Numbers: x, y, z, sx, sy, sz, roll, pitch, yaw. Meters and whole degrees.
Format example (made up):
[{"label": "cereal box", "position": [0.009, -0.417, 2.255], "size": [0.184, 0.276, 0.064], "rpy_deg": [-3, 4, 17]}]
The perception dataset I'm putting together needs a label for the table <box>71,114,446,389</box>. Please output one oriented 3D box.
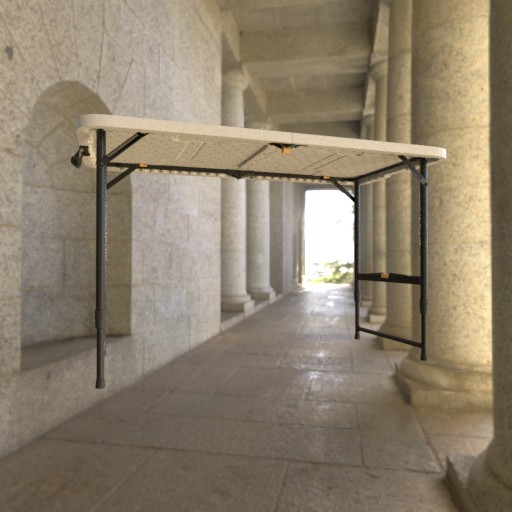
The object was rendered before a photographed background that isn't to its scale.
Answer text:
[{"label": "table", "position": [0.000, 0.000, 1.607], "size": [1.245, 0.737, 0.611], "rpy_deg": [0, -1, -18]}]
